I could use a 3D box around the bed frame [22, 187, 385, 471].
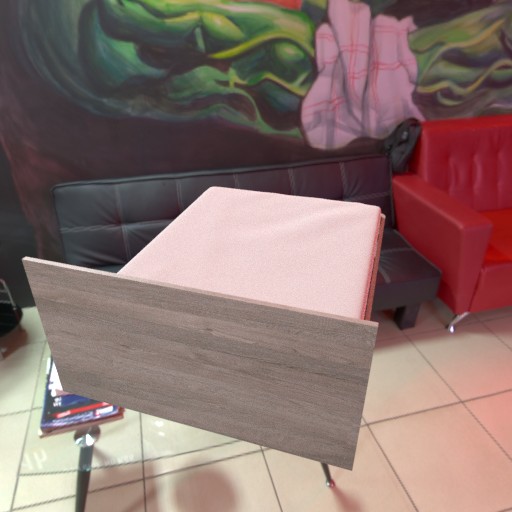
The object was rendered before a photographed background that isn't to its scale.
[{"bbox_3d":[0.000,0.000,2.710,1.490,0.800,1.950,9,32,15],"label":"bed frame"}]
